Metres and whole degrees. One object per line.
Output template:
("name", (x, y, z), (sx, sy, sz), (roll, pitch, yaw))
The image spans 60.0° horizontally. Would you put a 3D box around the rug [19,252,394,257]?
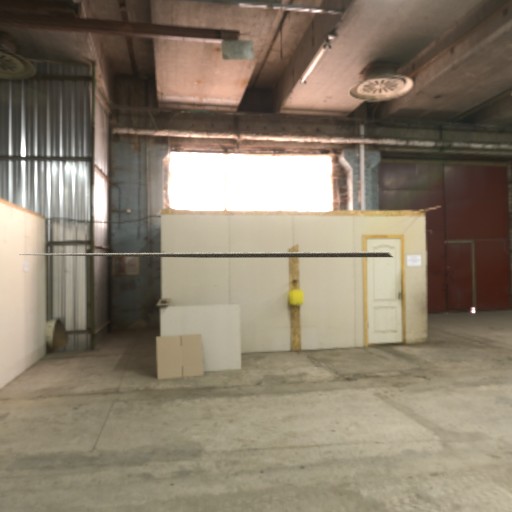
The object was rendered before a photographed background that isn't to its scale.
("rug", (0.000, 0.000, 4.101), (2.421, 0.008, 3.045), (0, -1, 18))
